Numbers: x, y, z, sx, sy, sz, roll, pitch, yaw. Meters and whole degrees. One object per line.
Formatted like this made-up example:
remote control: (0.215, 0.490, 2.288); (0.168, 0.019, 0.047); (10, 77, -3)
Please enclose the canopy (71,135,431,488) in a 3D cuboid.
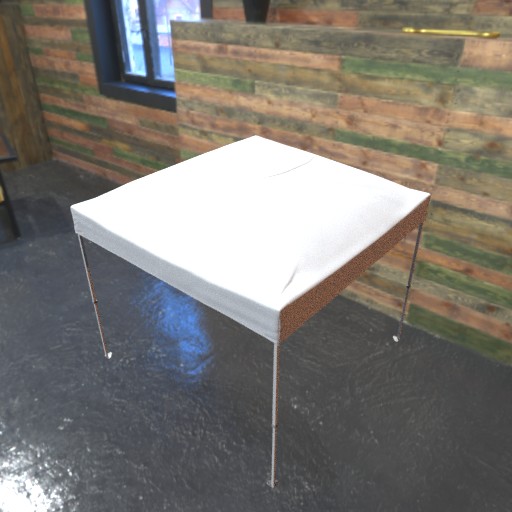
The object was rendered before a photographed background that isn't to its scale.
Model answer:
canopy: (0.000, 0.000, 5.516); (2.996, 2.997, 2.998); (23, 38, 34)
